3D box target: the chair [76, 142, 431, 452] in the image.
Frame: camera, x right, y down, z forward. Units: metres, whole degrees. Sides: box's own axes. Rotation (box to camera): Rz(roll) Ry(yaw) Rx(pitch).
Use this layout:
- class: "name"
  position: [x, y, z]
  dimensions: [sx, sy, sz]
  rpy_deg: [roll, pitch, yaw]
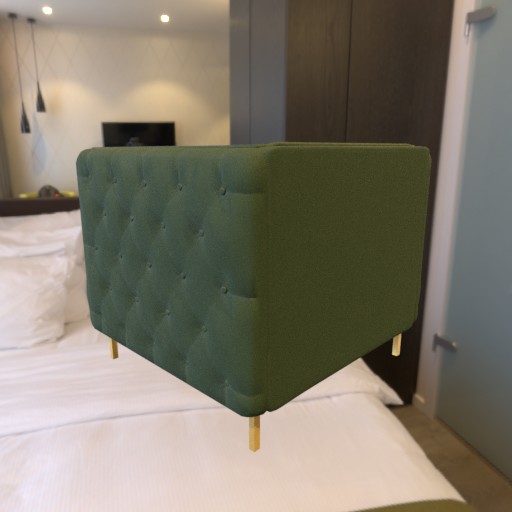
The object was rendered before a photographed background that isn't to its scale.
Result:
- class: "chair"
  position: [0.000, 0.000, 1.565]
  dimensions: [0.855, 0.768, 0.917]
  rpy_deg: [13, 19, 43]
